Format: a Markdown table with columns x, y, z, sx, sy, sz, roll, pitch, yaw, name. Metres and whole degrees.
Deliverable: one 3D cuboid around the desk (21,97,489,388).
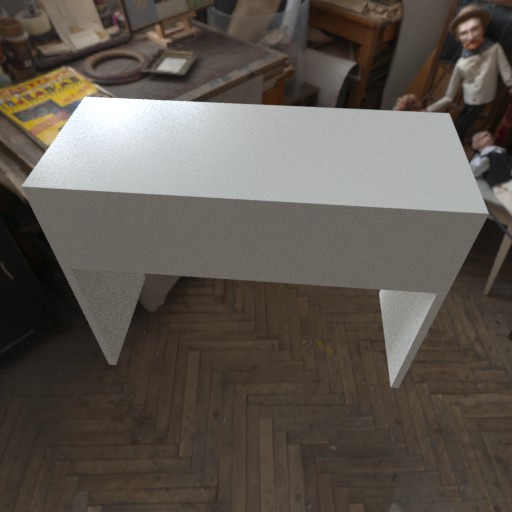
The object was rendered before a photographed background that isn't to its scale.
| x | y | z | sx | sy | sz | roll | pitch | yaw | name |
| --- | --- | --- | --- | --- | --- | --- | --- | --- | --- |
| 0.000 | 0.000 | 1.370 | 1.000 | 0.790 | 0.400 | 4 | 48 | 3 | desk |
